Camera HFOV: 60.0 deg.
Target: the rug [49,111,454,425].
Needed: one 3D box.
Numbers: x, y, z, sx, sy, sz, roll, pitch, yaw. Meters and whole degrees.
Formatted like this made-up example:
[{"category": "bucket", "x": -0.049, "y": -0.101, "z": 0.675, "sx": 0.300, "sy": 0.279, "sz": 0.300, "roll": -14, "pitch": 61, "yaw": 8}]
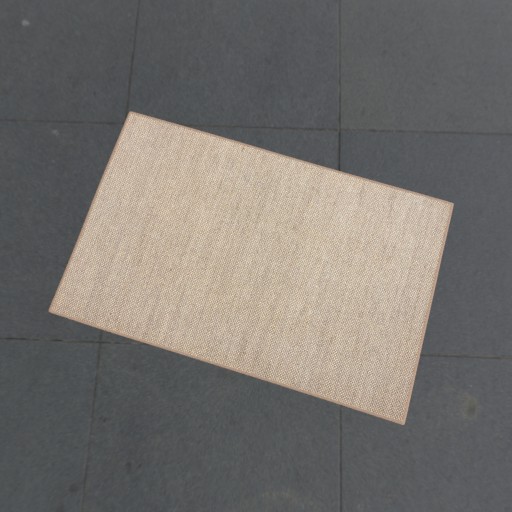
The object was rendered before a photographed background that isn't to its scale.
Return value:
[{"category": "rug", "x": 0.000, "y": 0.000, "z": 2.077, "sx": 1.668, "sy": 0.012, "sz": 1.061, "roll": 17, "pitch": 78, "yaw": 4}]
